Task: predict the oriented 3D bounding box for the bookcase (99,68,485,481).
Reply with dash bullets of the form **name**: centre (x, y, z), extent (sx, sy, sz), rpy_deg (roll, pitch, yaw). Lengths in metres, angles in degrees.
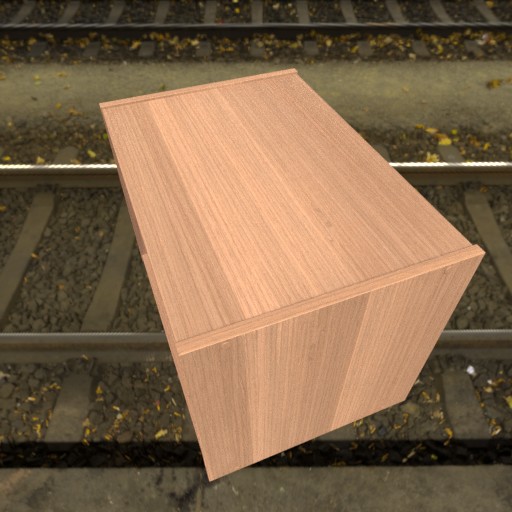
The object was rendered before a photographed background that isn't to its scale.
- **bookcase**: centre (0.000, 0.000, 0.614), extent (0.290, 0.305, 0.415), rpy_deg (-16, 49, -15)
